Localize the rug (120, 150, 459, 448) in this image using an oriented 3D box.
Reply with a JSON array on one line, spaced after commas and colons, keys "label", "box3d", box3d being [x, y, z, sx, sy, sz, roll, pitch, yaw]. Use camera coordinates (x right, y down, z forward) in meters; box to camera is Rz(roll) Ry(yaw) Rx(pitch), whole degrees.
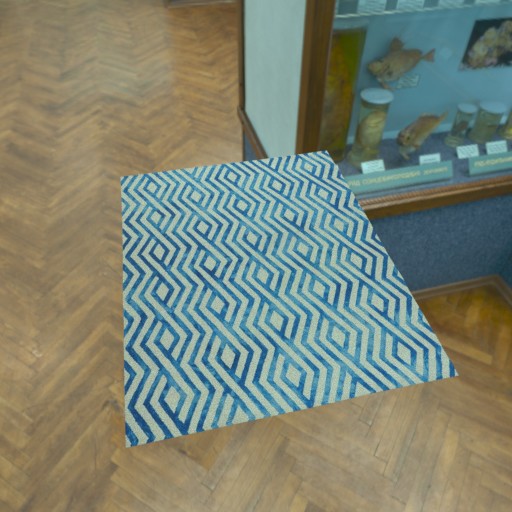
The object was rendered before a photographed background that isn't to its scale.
[{"label": "rug", "box3d": [0.000, 0.000, 4.155, 2.453, 0.008, 3.059, -9, 47, -9]}]
